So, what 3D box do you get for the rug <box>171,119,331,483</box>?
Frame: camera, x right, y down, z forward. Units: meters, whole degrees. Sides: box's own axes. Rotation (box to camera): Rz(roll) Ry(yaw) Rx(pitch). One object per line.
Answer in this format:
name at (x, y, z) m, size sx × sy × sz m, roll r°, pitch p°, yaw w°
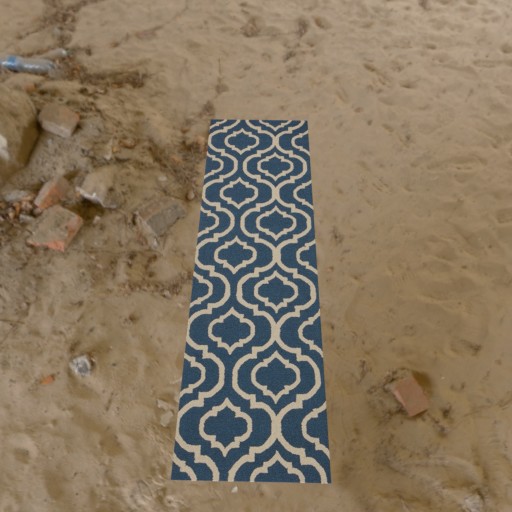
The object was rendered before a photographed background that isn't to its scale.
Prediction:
rug at (0.000, 0.000, 2.516) m, size 0.685 × 0.006 × 2.296 m, roll 1°, pitch 57°, yaw 1°
